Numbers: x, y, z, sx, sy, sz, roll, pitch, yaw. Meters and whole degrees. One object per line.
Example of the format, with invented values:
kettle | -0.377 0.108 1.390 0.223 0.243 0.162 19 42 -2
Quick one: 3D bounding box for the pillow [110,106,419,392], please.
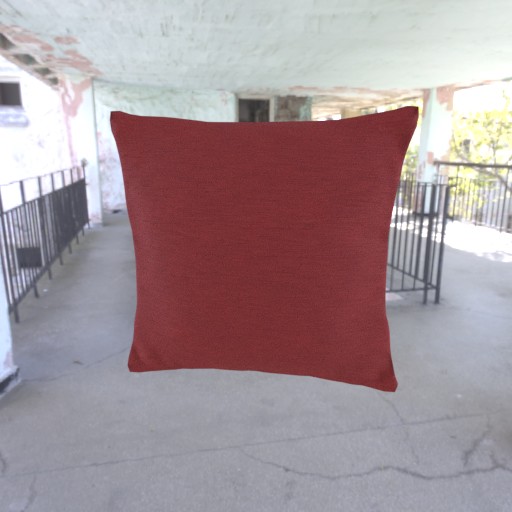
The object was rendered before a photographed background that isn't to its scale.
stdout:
pillow | 0.000 0.000 0.653 0.435 0.416 0.151 2 14 9
